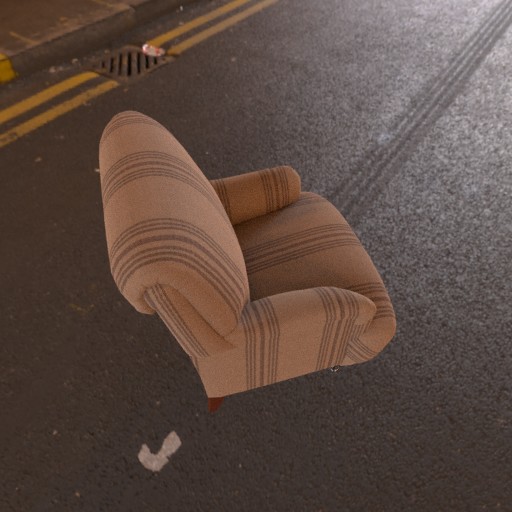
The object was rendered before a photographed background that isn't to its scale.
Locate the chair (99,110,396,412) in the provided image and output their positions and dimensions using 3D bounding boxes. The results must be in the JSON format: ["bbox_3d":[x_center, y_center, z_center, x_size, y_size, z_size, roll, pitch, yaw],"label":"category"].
[{"bbox_3d":[0.000,0.000,1.620,0.914,0.940,0.813,-12,49,-11],"label":"chair"}]
